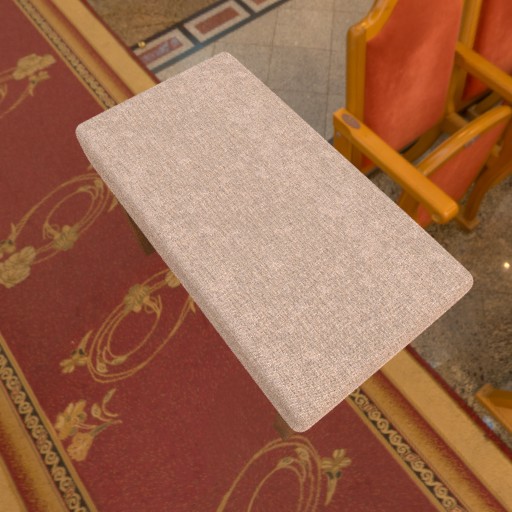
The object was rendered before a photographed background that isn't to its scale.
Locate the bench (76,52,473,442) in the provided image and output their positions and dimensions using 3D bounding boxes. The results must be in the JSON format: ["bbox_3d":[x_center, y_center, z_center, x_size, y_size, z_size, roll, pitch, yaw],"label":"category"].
[{"bbox_3d":[0.000,0.000,0.963,0.366,0.467,0.681,-34,68,-16],"label":"bench"}]
